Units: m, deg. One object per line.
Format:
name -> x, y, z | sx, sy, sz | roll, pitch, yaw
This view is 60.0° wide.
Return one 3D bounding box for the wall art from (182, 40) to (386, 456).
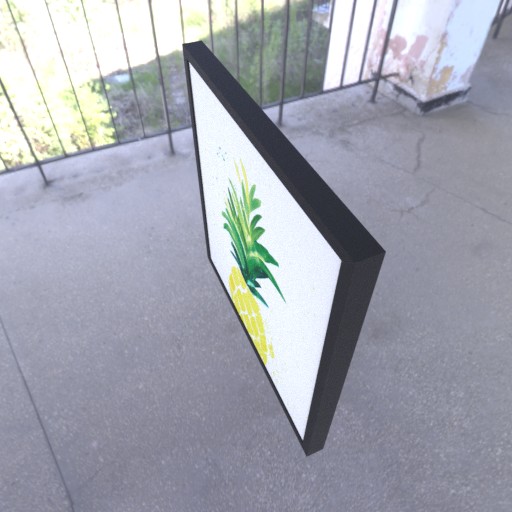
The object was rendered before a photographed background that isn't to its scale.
wall art -> 0.000, 0.000, 0.740 | 0.033, 0.507, 0.508 | -18, 50, -16
